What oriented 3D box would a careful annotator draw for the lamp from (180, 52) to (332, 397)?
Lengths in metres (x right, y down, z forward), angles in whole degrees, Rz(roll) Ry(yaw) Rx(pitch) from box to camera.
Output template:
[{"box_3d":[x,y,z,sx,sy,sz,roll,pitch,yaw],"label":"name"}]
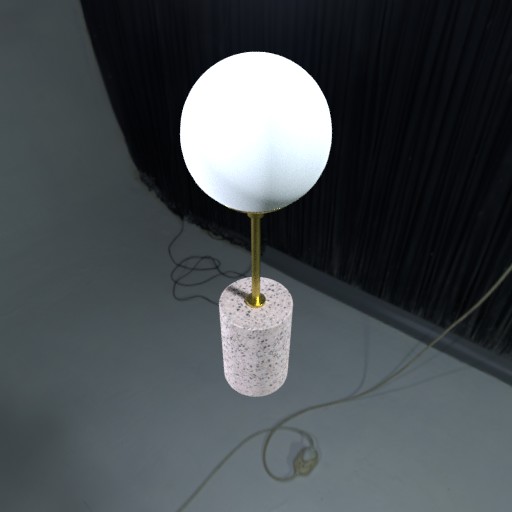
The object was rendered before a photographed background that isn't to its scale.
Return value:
[{"box_3d":[0.000,0.000,0.560,0.153,0.480,0.153,0,40,0],"label":"lamp"}]
